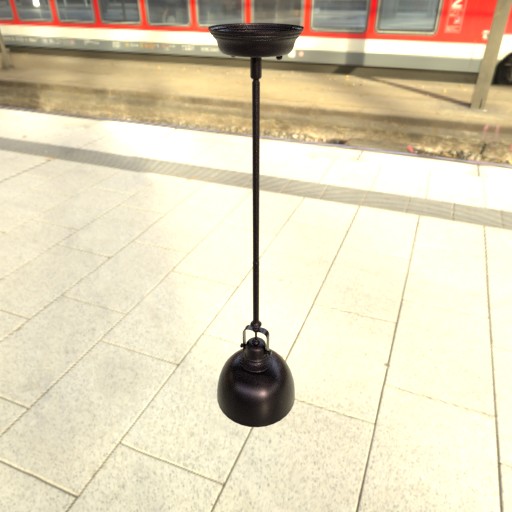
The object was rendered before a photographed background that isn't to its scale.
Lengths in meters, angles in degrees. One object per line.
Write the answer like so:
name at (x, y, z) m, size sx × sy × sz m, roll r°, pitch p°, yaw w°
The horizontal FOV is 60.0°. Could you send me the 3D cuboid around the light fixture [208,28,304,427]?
light fixture at (0.000, 0.000, 0.834) m, size 0.182 × 0.768 × 0.182 m, roll 11°, pitch 34°, yaw 17°
